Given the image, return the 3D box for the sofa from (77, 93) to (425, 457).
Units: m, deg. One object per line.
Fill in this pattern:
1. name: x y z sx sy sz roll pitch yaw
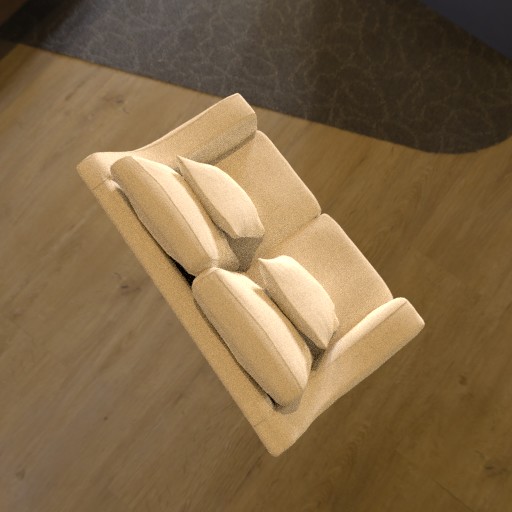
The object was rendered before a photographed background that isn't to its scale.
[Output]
1. sofa: 0.000 0.000 2.478 1.040 1.047 1.744 -35 79 -8
